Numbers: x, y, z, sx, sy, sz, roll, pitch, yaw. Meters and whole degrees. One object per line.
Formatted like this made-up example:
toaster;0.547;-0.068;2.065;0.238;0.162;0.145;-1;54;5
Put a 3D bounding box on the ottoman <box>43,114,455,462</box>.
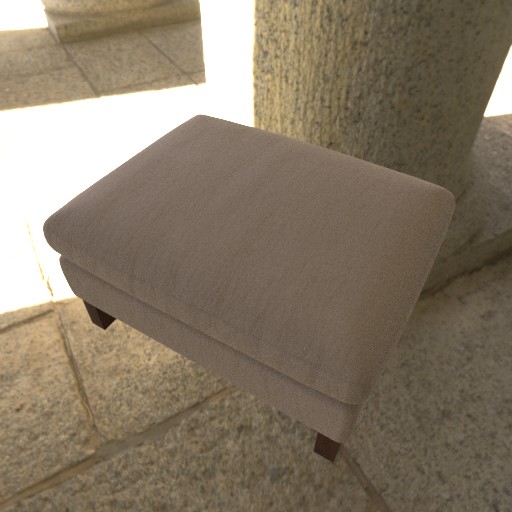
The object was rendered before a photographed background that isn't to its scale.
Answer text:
ottoman;0.000;0.000;1.096;0.771;0.420;0.606;23;49;21
